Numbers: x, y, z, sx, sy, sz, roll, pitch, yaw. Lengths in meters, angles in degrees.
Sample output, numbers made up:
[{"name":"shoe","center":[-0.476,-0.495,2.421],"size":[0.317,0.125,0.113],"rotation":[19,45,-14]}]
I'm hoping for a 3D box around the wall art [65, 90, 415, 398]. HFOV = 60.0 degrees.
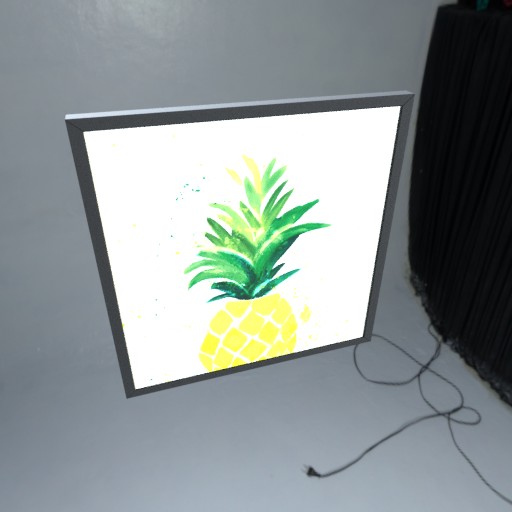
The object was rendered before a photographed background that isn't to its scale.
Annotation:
[{"name":"wall art","center":[0.000,0.000,1.140],"size":[0.762,0.760,0.037],"rotation":[-9,33,-15]}]
